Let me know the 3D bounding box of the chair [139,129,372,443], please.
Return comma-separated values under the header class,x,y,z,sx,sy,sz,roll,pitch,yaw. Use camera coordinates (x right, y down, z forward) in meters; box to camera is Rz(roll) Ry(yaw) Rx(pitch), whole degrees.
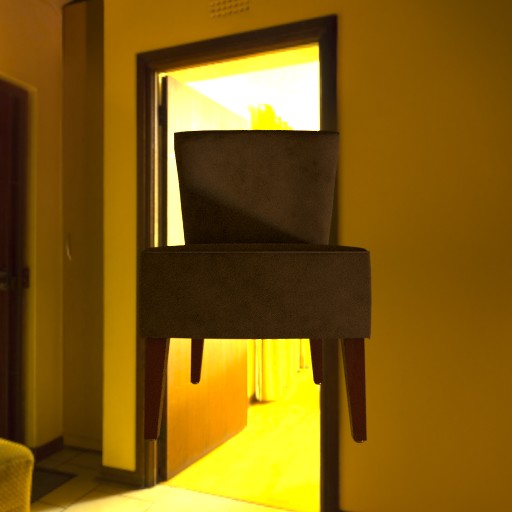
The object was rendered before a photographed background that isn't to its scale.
class,x,y,z,sx,sy,sz,roll,pitch,yaw
chair,0.000,0.000,1.180,0.521,0.806,0.554,0,-1,0
